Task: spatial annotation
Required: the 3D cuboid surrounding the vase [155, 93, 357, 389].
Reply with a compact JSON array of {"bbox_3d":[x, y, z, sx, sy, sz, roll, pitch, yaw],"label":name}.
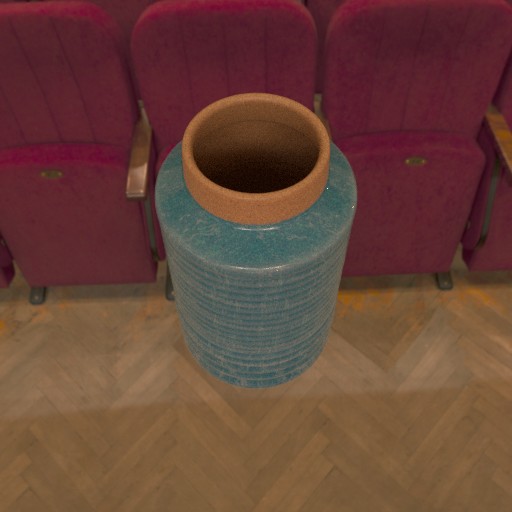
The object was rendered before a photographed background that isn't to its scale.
[{"bbox_3d":[0.000,0.000,0.382,0.163,0.267,0.163,0,58,0],"label":"vase"}]
